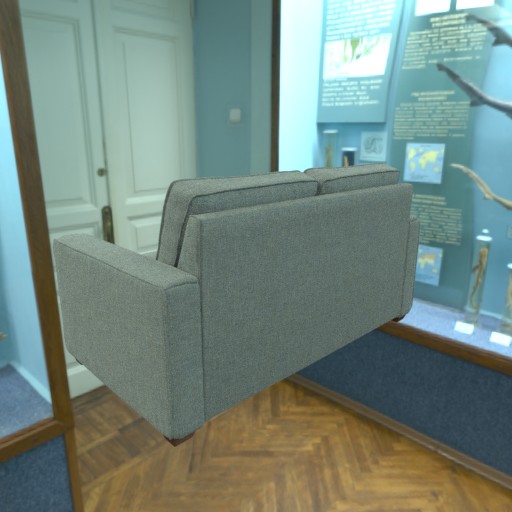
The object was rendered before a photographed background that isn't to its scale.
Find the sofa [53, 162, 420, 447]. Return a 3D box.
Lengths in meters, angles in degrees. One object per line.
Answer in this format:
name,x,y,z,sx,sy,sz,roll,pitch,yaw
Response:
sofa,0.000,0.000,2.272,1.706,0.915,0.945,-15,21,-42
